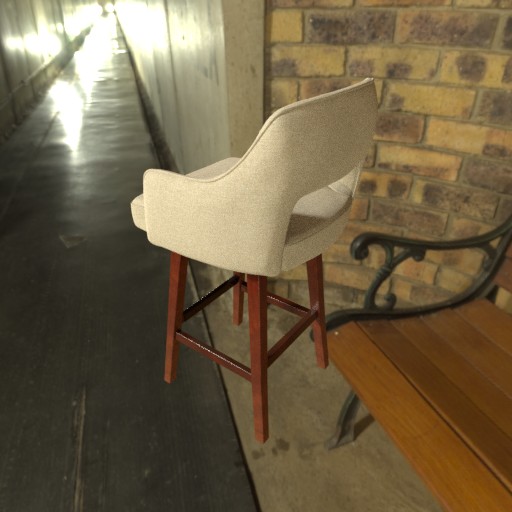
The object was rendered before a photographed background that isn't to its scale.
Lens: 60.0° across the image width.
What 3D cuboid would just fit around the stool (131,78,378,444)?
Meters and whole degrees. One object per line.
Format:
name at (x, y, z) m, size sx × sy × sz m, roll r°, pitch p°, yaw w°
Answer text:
stool at (0.000, 0.000, 1.350) m, size 0.560 × 1.041 × 0.550 m, roll 21°, pitch 37°, yaw 31°
